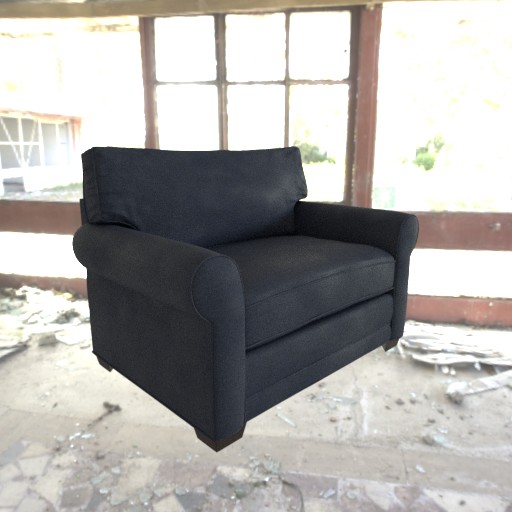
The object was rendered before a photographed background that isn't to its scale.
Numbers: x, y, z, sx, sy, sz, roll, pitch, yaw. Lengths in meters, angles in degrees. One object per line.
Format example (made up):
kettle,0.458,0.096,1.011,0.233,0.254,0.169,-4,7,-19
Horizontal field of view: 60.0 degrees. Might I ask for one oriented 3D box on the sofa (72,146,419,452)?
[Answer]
sofa,0.000,0.000,2.069,1.405,1.004,0.938,-13,19,-43
